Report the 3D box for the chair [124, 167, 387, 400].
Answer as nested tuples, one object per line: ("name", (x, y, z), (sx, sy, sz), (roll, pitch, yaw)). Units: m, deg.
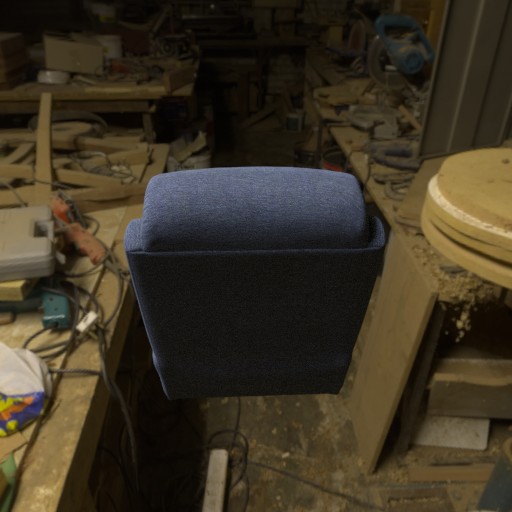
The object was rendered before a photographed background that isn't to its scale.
("chair", (0.000, 0.000, 1.730), (0.798, 1.013, 1.043), (-1, 32, -2))
